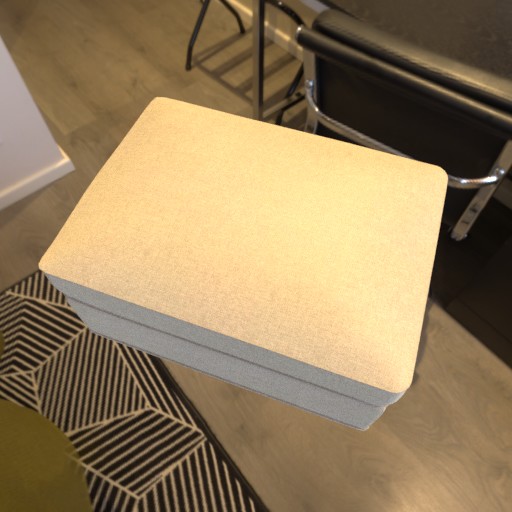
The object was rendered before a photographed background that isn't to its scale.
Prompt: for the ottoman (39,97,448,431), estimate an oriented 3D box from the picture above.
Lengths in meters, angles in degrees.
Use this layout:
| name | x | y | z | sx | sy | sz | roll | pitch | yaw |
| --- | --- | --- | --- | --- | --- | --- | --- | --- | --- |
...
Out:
| name | x | y | z | sx | sy | sz | roll | pitch | yaw |
| --- | --- | --- | --- | --- | --- | --- | --- | --- | --- |
| ottoman | 0.000 | 0.000 | 1.225 | 0.843 | 0.504 | 0.619 | 17 | 61 | 10 |
